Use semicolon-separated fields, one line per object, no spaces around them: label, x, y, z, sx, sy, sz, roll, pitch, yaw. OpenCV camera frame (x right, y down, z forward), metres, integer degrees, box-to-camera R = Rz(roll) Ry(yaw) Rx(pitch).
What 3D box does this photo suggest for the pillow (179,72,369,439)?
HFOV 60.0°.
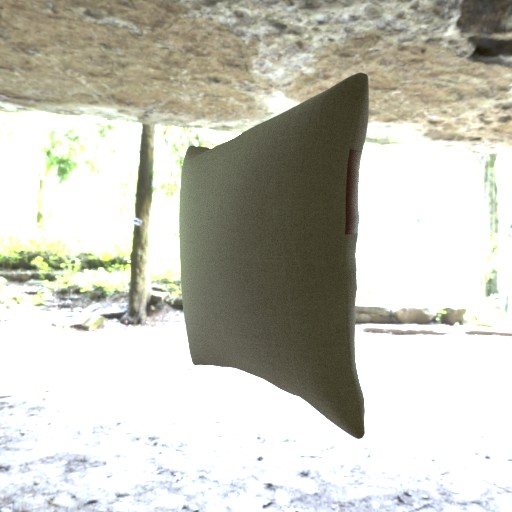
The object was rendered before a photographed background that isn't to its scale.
pillow;0.000;0.000;0.646;0.173;0.399;0.414;0;0;-35
